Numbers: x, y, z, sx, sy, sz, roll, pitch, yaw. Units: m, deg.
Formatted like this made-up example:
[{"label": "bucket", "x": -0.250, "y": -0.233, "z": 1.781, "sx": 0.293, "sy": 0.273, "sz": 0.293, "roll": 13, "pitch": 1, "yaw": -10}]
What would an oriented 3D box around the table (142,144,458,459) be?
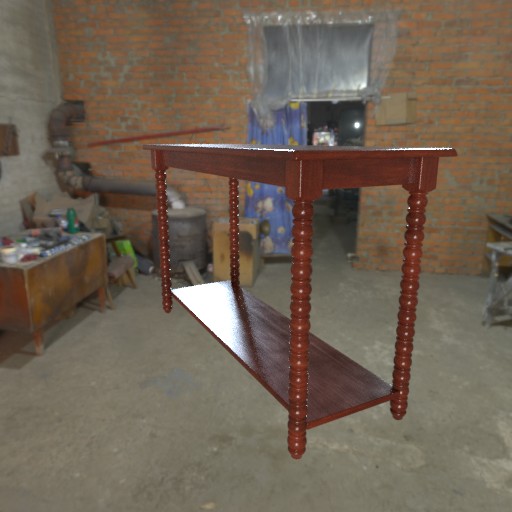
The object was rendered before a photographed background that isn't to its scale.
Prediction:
[{"label": "table", "x": 0.000, "y": 0.000, "z": 1.534, "sx": 0.459, "sy": 0.740, "sz": 1.184, "roll": -8, "pitch": 16, "yaw": -27}]
